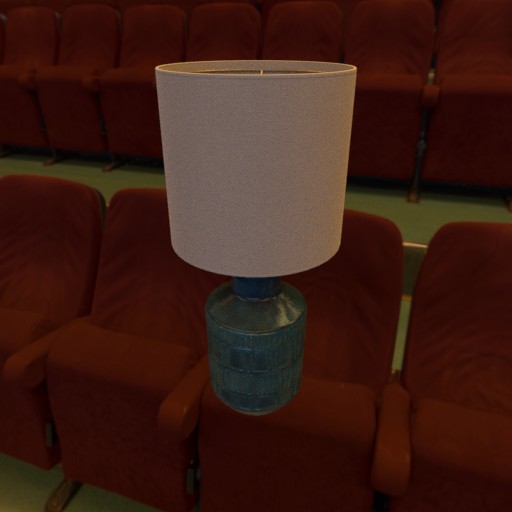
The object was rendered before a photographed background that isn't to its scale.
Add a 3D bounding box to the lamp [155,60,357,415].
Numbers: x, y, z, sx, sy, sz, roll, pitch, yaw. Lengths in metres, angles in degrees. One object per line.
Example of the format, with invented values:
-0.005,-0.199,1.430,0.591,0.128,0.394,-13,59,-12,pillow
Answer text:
0.000,0.000,0.576,0.211,0.455,0.211,8,28,16,lamp
